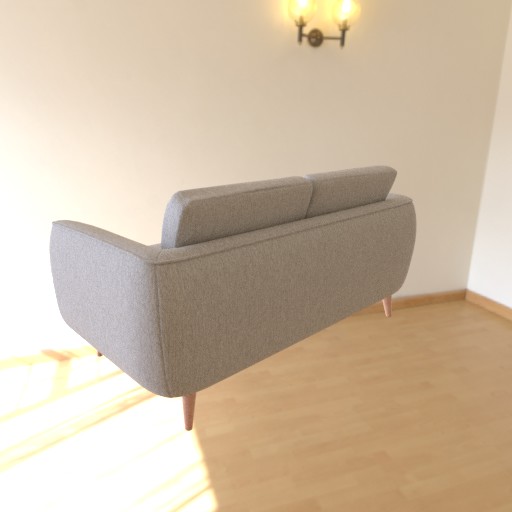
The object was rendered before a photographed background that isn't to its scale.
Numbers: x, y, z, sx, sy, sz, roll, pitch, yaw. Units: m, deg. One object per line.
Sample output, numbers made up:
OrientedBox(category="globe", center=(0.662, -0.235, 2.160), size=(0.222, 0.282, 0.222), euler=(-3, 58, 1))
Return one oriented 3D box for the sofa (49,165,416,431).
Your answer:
OrientedBox(category="sofa", center=(0.000, 0.000, 2.206), size=(1.700, 0.850, 0.920), euler=(-16, 23, -41))
